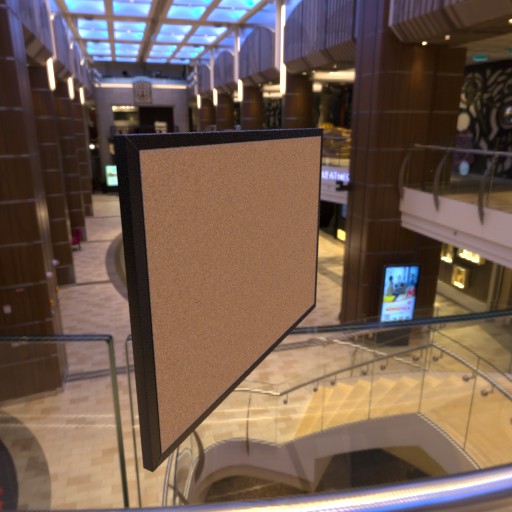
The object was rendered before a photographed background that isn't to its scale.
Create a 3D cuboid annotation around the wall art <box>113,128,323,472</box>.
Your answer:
[{"bbox_3d":[0.000,0.000,0.562,0.013,0.306,0.440,9,19,26],"label":"wall art"}]
